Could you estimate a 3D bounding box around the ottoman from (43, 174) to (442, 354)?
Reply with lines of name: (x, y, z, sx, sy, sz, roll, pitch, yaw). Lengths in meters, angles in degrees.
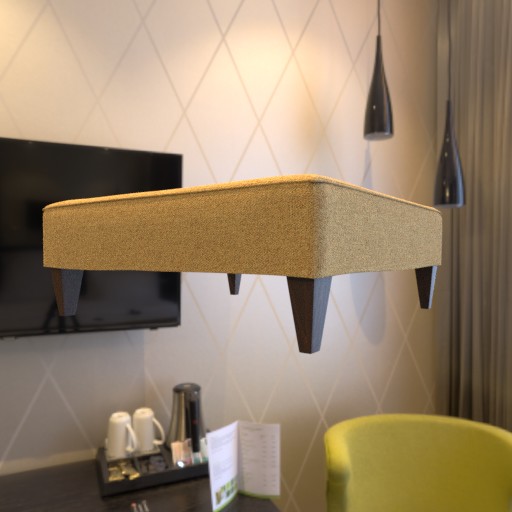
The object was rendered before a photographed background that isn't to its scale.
ottoman: (0.000, 0.000, 1.494, 0.981, 0.378, 0.970, 0, 1, 36)
